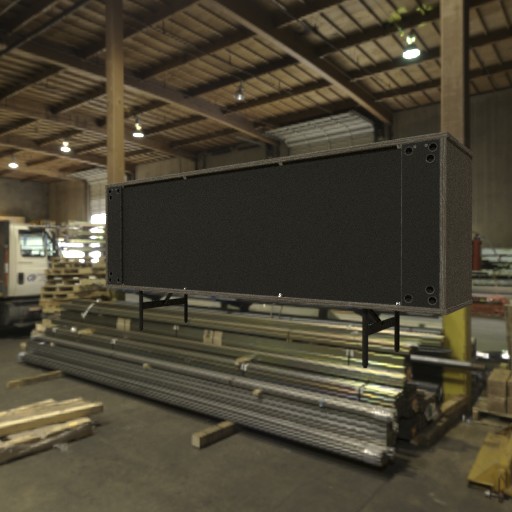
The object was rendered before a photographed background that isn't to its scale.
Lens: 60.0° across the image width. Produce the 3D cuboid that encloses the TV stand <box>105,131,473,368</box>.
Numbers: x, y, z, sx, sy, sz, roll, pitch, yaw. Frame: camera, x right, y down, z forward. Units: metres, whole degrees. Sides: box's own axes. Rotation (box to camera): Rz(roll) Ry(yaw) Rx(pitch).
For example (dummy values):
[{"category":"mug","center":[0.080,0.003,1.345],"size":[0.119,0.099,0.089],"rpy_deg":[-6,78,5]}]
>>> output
[{"category":"TV stand","center":[0.000,0.000,2.089],"size":[1.804,0.787,0.405],"rpy_deg":[0,1,37]}]
